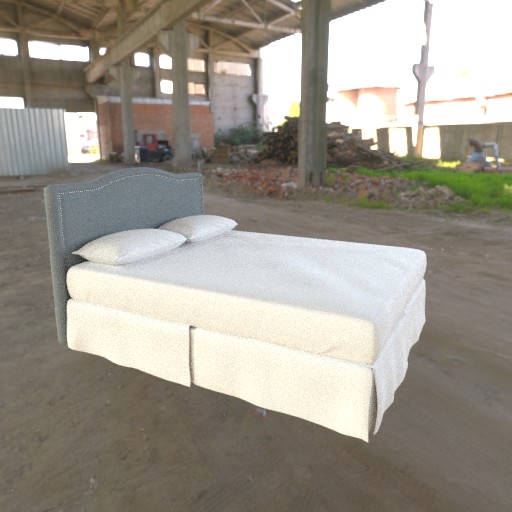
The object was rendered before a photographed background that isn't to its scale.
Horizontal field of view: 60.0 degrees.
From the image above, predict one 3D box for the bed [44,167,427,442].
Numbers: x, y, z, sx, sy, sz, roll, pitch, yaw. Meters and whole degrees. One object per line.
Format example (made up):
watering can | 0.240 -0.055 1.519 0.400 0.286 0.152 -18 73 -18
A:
bed | 0.000 0.000 3.855 2.689 1.457 2.161 7 16 27
